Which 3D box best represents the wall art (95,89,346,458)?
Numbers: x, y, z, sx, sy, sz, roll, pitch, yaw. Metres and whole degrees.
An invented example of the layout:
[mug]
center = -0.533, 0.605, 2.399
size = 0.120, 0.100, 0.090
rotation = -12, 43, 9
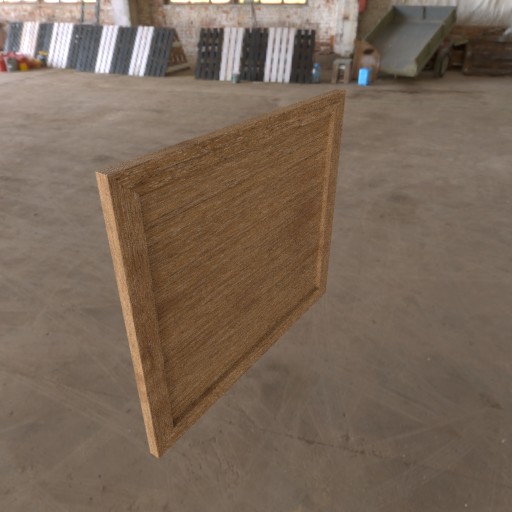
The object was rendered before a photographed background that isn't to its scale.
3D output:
[wall art]
center = 0.000, 0.000, 0.967
size = 0.026, 0.588, 0.690
rotation = 20, 37, 30
